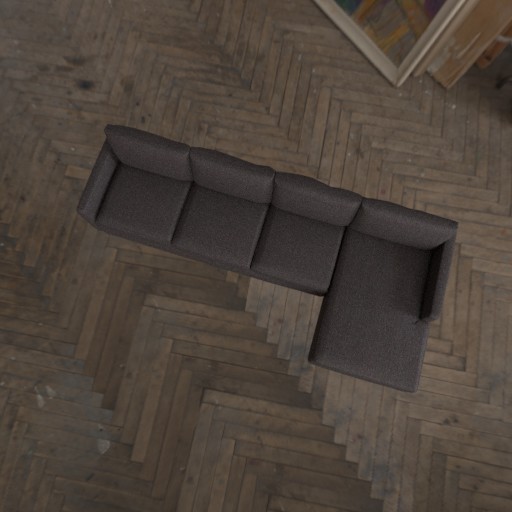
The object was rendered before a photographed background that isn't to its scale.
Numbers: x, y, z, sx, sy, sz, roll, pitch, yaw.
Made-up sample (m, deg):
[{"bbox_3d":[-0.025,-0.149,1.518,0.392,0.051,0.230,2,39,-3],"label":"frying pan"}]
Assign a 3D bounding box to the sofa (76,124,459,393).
[{"bbox_3d":[0.000,0.000,3.905,3.221,0.892,1.483,17,76,4],"label":"sofa"}]
